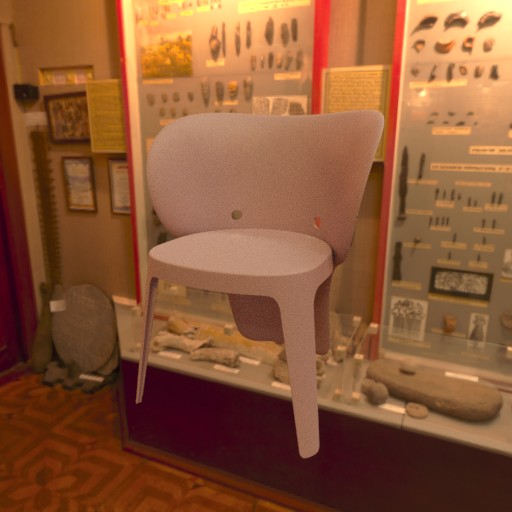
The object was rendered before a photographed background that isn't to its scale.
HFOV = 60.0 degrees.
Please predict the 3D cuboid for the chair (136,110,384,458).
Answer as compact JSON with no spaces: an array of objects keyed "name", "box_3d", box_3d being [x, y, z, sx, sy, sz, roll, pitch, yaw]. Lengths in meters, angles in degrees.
[{"name":"chair","box_3d":[0.000,0.000,0.875,0.451,0.554,0.402,7,17,25]}]
